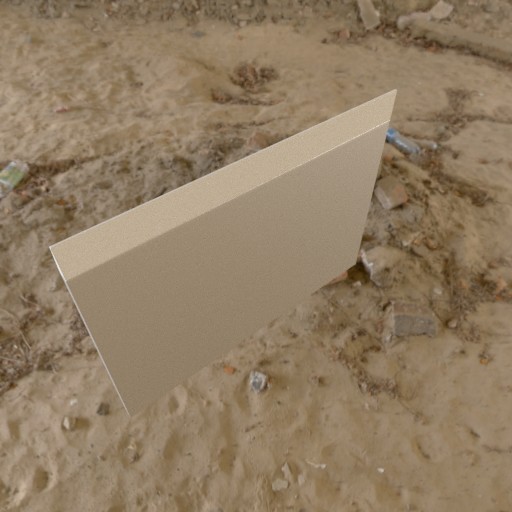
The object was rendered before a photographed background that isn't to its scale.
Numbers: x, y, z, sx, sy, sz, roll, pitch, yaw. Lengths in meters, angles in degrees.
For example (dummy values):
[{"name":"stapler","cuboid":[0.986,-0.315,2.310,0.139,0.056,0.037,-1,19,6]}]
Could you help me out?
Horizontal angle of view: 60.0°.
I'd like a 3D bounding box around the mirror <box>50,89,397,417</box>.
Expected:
[{"name":"mirror","cuboid":[0.000,0.000,1.133,0.870,0.630,0.030,-30,53,-26]}]
